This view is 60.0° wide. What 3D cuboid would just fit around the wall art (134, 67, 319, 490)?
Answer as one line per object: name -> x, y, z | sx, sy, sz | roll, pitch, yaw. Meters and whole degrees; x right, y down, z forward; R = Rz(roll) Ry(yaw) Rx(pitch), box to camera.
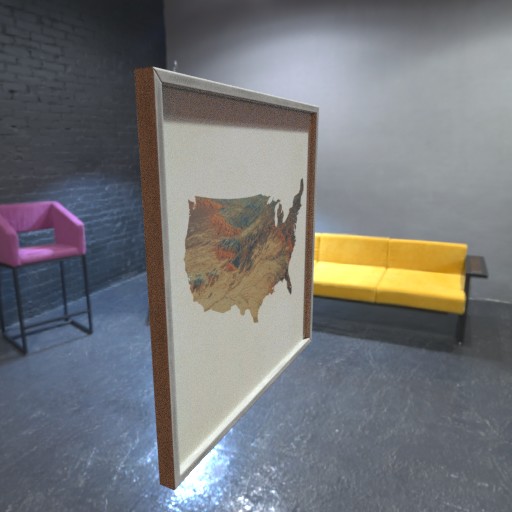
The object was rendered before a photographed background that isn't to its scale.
wall art -> 0.000, 0.000, 0.437 | 0.015, 0.303, 0.303 | 7, 15, 26
